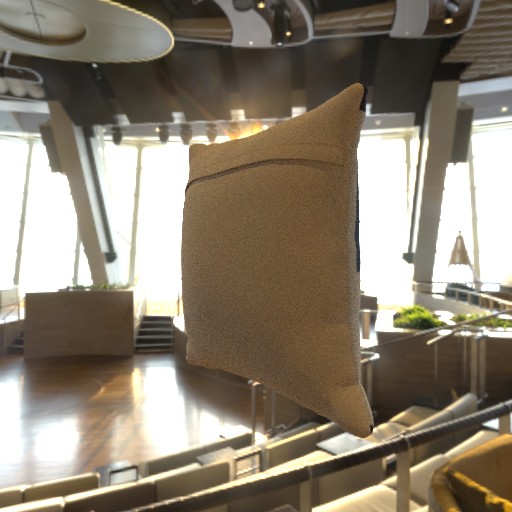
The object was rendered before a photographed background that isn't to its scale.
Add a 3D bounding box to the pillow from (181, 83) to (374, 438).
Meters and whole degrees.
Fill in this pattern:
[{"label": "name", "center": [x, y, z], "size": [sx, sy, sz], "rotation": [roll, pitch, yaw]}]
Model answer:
[{"label": "pillow", "center": [0.000, 0.000, 0.824], "size": [0.229, 0.506, 0.536], "rotation": [0, 1, -36]}]
